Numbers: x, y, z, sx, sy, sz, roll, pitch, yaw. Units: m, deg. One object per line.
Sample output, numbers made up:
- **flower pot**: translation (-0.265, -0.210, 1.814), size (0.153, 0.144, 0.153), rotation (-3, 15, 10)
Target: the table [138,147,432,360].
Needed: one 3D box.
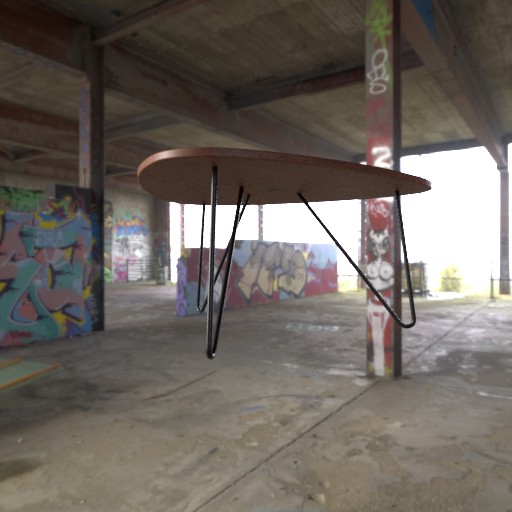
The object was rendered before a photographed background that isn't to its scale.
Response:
- **table**: translation (0.000, 0.000, 1.315), size (0.833, 0.413, 0.821), rotation (0, 0, -35)
